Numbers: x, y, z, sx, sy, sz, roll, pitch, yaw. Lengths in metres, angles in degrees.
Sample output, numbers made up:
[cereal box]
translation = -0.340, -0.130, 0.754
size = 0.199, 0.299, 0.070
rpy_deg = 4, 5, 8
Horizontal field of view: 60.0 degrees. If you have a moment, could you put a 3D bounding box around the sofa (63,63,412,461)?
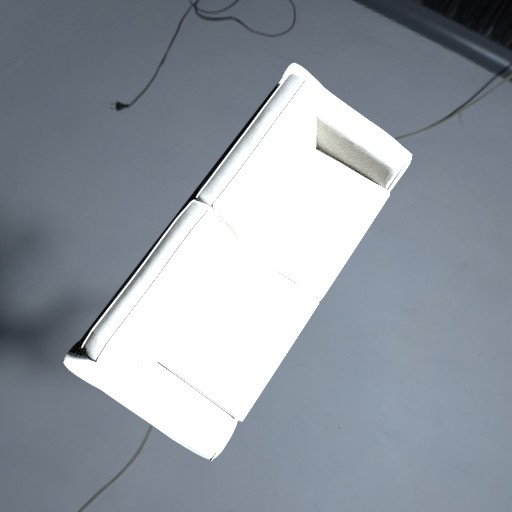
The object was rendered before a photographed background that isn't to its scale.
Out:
[sofa]
translation = 0.000, 0.000, 2.774
size = 0.980, 0.965, 2.270
rpy_deg = 34, 78, 8
